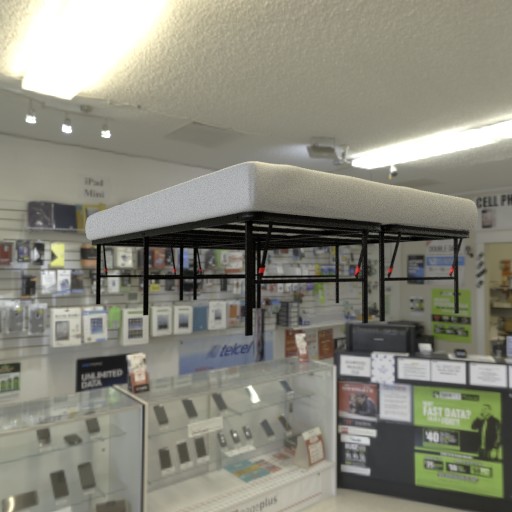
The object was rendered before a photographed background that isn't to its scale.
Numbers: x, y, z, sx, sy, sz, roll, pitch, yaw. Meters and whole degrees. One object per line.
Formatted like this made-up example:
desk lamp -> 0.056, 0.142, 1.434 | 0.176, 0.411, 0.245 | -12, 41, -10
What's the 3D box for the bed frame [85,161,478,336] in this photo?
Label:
bed frame -> 0.000, 0.000, 2.827 | 1.584, 0.667, 2.151 | 1, -2, -36
